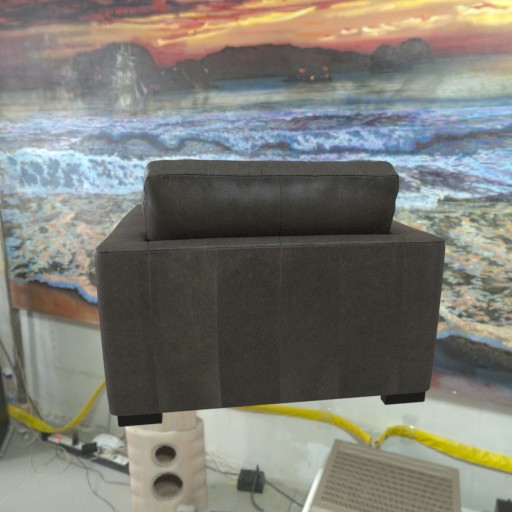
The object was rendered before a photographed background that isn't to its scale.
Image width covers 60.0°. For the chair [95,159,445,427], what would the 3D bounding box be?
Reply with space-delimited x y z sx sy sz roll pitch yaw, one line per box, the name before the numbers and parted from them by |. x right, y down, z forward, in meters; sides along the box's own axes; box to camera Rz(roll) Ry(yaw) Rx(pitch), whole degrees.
chair | 0.000 0.000 1.843 1.106 0.807 1.080 -2 14 -8
